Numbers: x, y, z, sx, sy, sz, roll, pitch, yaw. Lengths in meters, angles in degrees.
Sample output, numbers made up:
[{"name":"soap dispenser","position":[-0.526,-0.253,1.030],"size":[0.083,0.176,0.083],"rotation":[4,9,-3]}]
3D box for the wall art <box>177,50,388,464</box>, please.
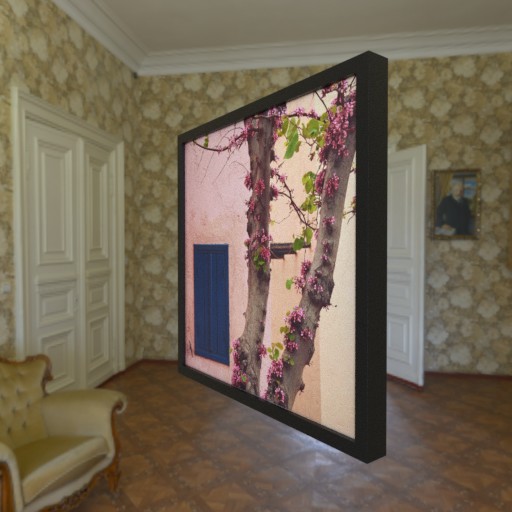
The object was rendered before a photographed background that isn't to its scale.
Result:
[{"name":"wall art","position":[0.000,0.000,0.758],"size":[0.038,0.508,0.508],"rotation":[-1,1,-37]}]
